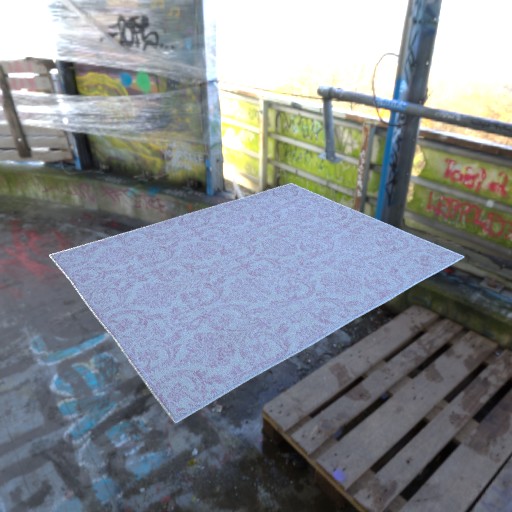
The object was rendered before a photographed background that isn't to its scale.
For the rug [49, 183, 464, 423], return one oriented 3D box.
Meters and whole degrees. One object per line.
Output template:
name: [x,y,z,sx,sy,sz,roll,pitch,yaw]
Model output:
rug: [0.000,0.000,4.049,2.980,0.012,2.363,-21,36,-32]
